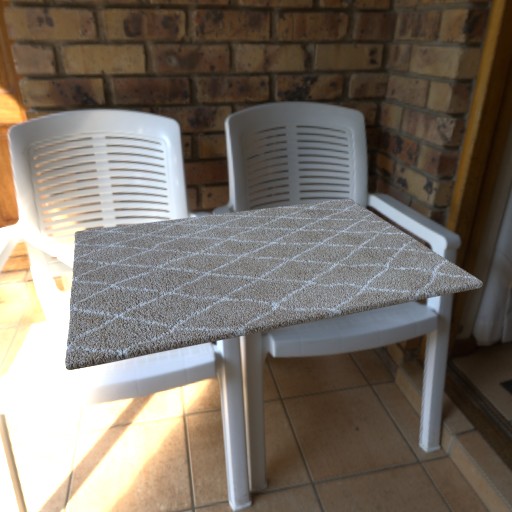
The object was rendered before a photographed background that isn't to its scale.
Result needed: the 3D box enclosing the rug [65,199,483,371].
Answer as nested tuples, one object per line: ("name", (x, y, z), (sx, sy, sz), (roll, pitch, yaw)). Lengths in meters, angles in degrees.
("rug", (0.000, 0.000, 2.273), (1.778, 0.030, 1.219), (-9, 28, -16))
